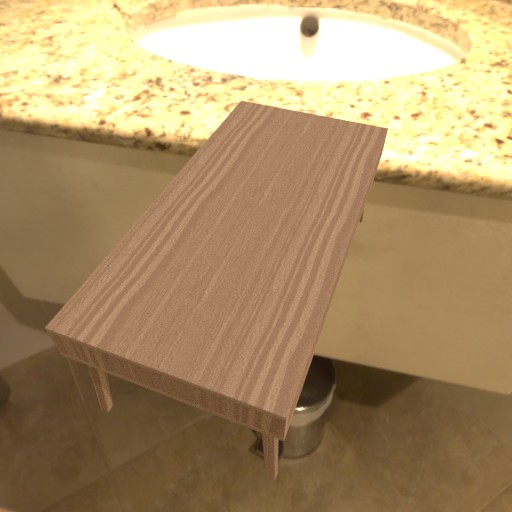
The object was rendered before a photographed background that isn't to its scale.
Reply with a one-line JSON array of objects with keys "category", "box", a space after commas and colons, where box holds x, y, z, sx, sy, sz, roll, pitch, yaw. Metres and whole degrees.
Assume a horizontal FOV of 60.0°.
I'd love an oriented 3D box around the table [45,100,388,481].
[{"category": "table", "box": [0.000, 0.000, 1.515, 0.600, 0.450, 1.200, 16, 48, 15]}]
